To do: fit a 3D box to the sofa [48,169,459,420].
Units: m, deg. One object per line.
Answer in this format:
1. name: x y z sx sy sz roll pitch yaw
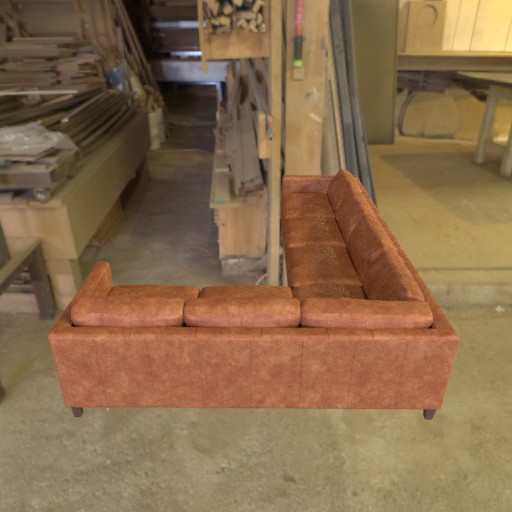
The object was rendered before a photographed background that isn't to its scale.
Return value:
1. sofa: 0.000 0.000 4.100 2.438 0.838 3.167 0 28 0
